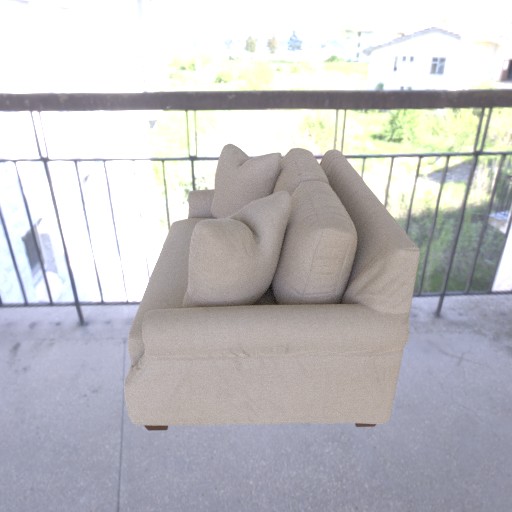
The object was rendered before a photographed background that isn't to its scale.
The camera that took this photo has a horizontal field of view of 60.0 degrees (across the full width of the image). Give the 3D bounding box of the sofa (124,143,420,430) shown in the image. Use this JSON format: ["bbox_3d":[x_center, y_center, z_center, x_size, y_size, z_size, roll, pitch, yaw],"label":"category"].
[{"bbox_3d":[0.000,0.000,2.221,1.070,0.905,1.550,-1,26,-1],"label":"sofa"}]
